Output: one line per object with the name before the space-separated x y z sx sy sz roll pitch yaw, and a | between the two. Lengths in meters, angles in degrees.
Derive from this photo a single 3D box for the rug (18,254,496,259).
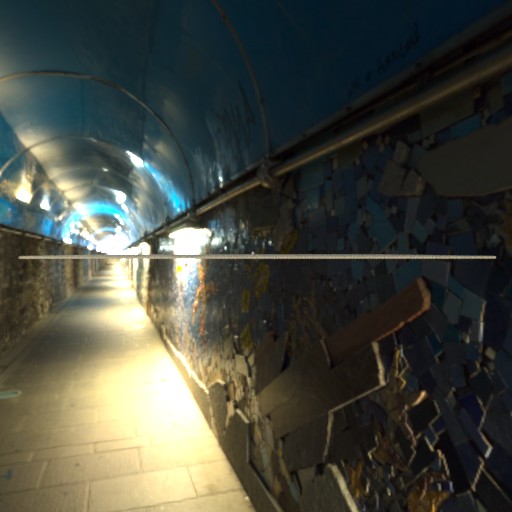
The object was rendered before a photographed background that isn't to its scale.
rug | 0.000 0.000 2.296 1.829 0.010 1.219 0 0 -2
